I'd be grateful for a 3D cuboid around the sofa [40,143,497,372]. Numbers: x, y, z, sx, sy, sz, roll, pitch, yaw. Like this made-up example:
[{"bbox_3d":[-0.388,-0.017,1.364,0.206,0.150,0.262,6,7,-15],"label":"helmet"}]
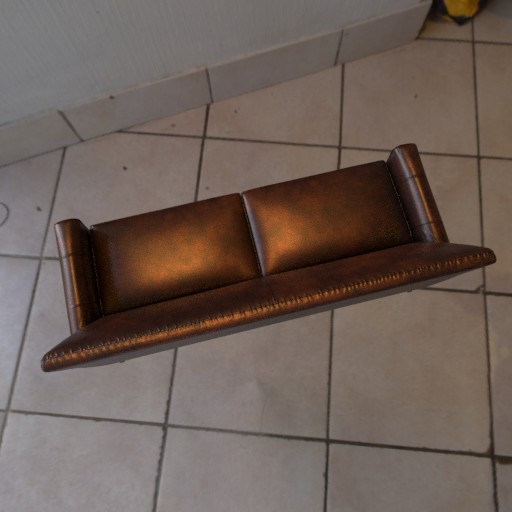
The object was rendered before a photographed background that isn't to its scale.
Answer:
[{"bbox_3d":[0.000,0.000,2.388,1.995,0.871,0.786,-13,75,-4],"label":"sofa"}]
